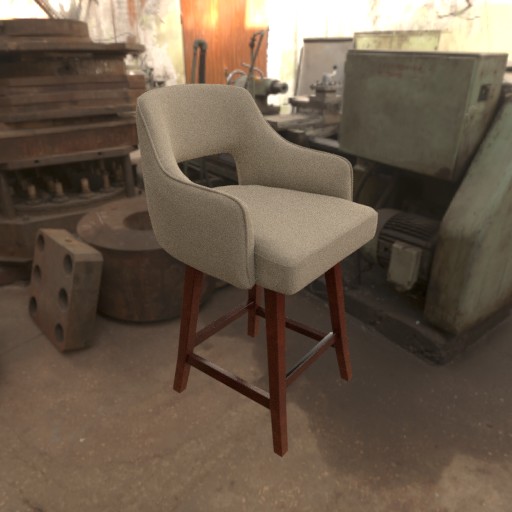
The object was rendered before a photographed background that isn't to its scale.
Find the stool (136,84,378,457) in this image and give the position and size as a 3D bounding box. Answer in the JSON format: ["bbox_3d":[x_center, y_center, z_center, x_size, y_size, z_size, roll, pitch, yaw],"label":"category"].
[{"bbox_3d":[0.000,0.000,1.324,0.560,0.936,0.550,18,31,34],"label":"stool"}]
